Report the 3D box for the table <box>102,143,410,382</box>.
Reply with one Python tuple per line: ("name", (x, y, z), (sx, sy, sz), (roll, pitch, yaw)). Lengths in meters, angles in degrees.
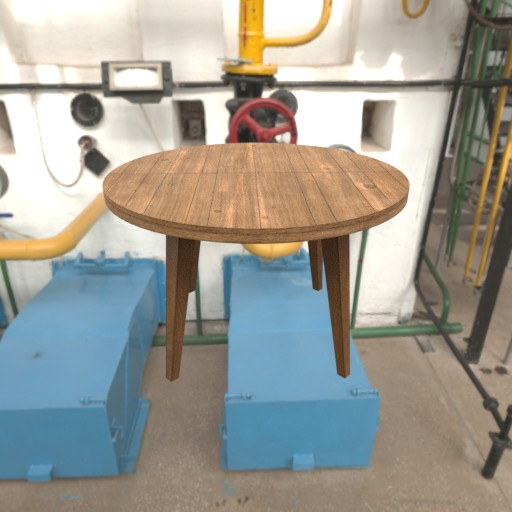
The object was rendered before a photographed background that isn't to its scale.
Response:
("table", (0.000, 0.000, 1.998), (1.213, 0.764, 1.213), (0, 26, 0))
